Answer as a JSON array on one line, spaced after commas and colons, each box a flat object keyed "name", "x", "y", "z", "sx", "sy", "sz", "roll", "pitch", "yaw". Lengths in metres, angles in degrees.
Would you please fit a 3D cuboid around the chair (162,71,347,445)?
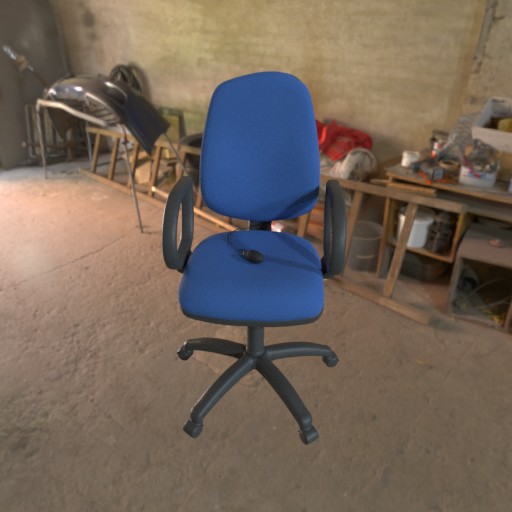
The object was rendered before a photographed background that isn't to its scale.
[{"name": "chair", "x": 0.000, "y": 0.000, "z": 1.243, "sx": 0.552, "sy": 0.905, "sz": 0.549, "roll": 2, "pitch": 30, "yaw": 3}]
